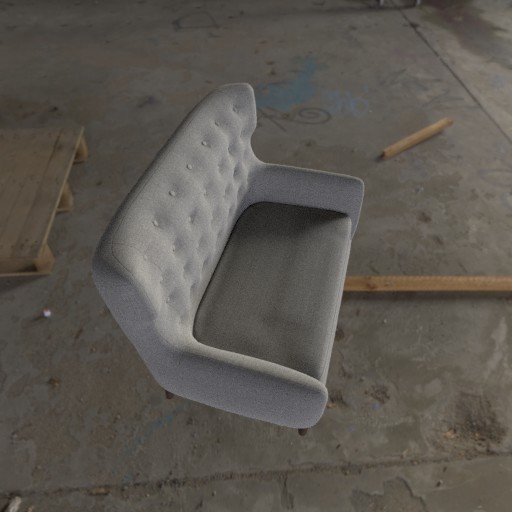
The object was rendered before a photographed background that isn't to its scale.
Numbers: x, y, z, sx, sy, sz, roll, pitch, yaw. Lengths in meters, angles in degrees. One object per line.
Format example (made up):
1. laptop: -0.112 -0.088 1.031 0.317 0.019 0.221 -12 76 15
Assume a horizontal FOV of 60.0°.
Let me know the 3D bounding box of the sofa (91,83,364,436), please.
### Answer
1. sofa: 0.000 0.000 2.089 0.884 1.028 1.386 11 48 11
